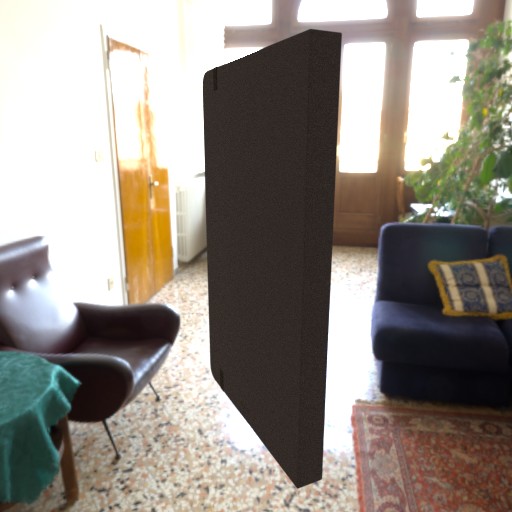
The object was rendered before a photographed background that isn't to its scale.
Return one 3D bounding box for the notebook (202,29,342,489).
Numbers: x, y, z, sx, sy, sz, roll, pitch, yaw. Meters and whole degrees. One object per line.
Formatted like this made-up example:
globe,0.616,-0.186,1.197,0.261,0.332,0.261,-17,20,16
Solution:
notebook,0.000,0.000,0.256,0.016,0.213,0.127,-7,16,-25
